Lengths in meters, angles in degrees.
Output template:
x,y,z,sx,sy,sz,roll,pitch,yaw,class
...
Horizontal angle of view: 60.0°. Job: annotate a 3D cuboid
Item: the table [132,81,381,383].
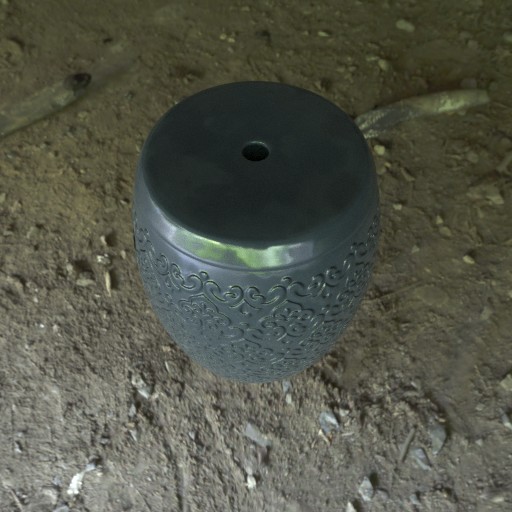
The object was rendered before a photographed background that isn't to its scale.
x,y,z,sx,sy,sz,roll,pitch,yaw,class
0.000,0.000,0.613,0.309,0.397,0.309,0,57,0,table
